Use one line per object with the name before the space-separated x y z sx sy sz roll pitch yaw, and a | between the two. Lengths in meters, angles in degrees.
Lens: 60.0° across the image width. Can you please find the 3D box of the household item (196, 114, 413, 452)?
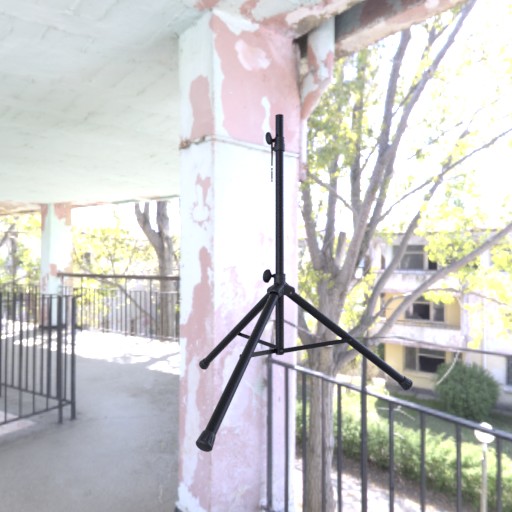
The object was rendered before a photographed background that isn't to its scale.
household item | 0.000 0.000 1.909 1.045 1.136 0.907 1 -1 -37
